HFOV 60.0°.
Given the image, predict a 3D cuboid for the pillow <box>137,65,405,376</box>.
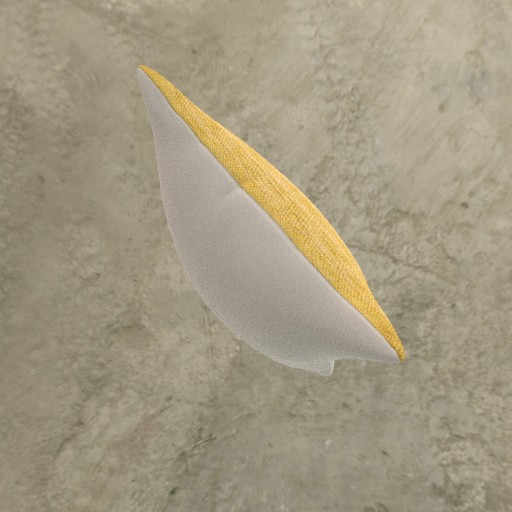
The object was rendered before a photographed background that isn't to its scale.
[{"bbox_3d":[0.000,0.000,0.693,0.211,0.450,0.450,-38,77,-11],"label":"pillow"}]
